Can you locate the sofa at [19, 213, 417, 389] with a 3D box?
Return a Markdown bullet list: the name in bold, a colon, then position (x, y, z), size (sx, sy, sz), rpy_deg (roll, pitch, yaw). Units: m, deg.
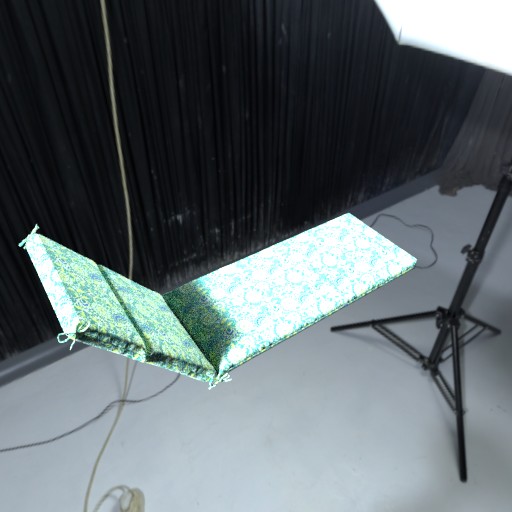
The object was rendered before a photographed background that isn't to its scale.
- **sofa**: position (0.000, 0.000, 1.913), size (1.663, 0.622, 0.582), rpy_deg (-24, 46, -25)
